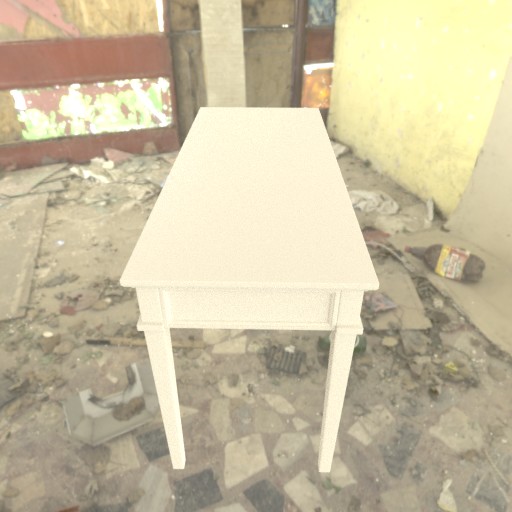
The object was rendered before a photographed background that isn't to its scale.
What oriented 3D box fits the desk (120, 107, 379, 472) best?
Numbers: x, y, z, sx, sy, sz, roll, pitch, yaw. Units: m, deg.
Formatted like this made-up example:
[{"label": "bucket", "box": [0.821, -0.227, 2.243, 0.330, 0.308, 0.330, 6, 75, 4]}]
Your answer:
[{"label": "desk", "box": [0.000, 0.000, 1.735, 0.559, 0.774, 1.372, 1, 34, 1]}]
